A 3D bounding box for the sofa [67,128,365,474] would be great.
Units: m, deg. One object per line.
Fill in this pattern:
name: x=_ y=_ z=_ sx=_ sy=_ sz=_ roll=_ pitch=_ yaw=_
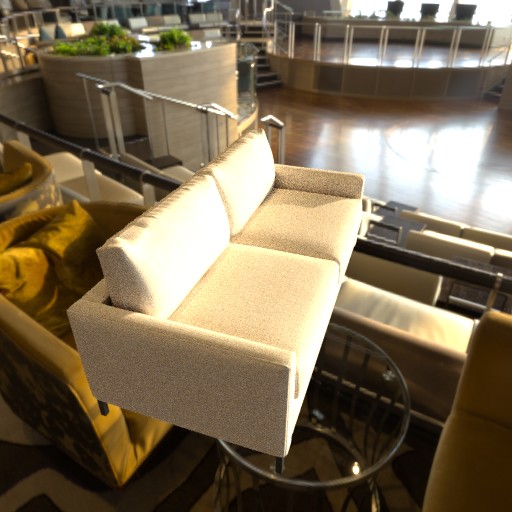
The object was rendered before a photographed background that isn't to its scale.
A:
sofa: x=0.000 y=0.000 z=2.150 sx=0.839 sy=0.812 sz=1.651 roll=11 pitch=33 yaw=16
